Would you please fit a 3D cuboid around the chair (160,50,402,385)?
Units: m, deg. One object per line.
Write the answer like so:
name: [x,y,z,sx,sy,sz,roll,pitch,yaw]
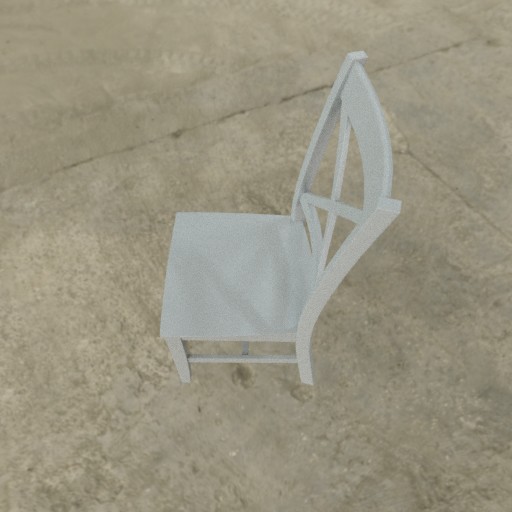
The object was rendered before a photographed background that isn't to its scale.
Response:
chair: [0.000,0.000,1.295,0.542,0.983,0.485,0,56,0]
